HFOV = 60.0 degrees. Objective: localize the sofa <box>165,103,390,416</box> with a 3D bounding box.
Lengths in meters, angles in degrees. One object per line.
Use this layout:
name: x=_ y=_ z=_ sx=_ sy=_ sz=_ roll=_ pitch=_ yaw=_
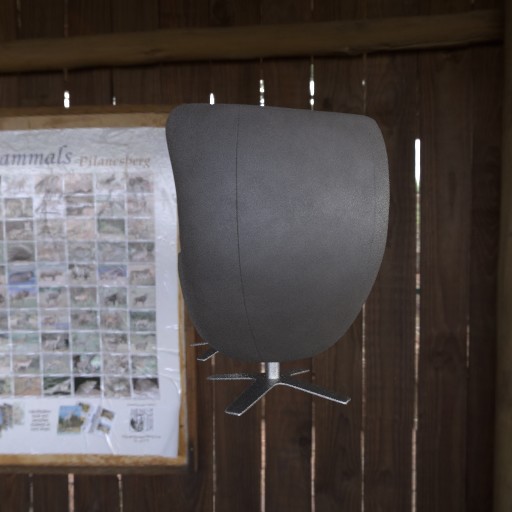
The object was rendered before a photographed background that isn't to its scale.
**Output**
sofa: x=0.000 y=0.000 z=2.113 sx=0.894 sy=1.135 sz=1.444 roll=0 pitch=1 yaw=-16
